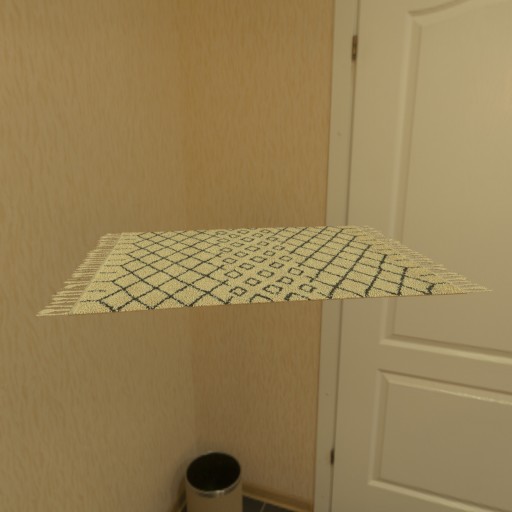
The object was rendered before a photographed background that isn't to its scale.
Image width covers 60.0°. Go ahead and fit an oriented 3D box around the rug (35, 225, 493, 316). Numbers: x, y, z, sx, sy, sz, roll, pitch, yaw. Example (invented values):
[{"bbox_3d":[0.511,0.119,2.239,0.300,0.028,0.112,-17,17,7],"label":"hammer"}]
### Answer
[{"bbox_3d":[0.000,0.000,4.190,3.213,0.030,2.388,-2,16,-8],"label":"rug"}]
